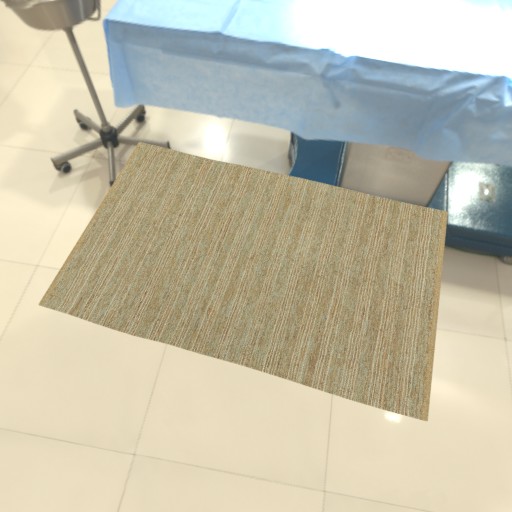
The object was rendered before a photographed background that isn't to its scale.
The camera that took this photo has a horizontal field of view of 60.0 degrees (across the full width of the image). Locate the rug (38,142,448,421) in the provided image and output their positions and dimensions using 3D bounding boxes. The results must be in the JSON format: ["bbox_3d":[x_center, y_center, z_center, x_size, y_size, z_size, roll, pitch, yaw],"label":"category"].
[{"bbox_3d":[0.000,0.000,3.024,2.448,0.012,1.540,14,59,9],"label":"rug"}]
